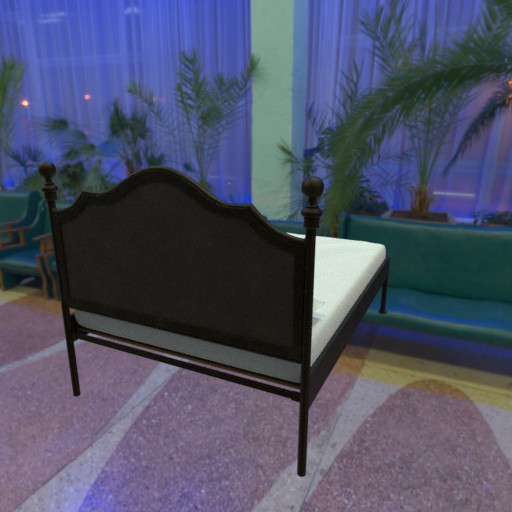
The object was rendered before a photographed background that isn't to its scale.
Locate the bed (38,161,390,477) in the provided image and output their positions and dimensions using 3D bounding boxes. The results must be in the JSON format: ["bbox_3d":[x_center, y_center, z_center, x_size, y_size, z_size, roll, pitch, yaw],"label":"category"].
[{"bbox_3d":[0.000,0.000,3.264,1.642,1.499,2.224,8,19,25],"label":"bed"}]
